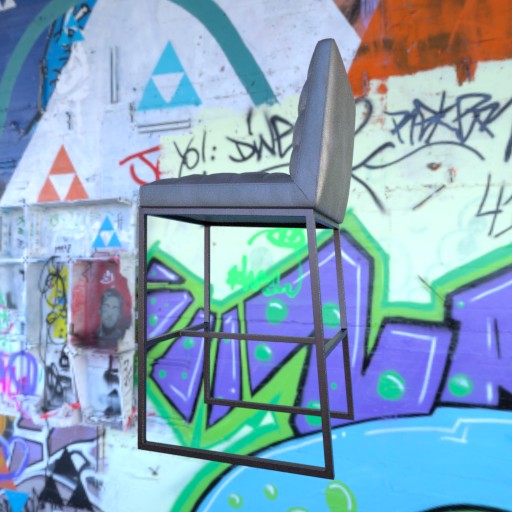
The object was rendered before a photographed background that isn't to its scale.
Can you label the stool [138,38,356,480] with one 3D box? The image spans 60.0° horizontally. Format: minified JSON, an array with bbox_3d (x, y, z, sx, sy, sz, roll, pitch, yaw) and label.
[{"bbox_3d":[0.000,0.000,1.345,0.562,1.065,0.463,0,-1,19],"label":"stool"}]
